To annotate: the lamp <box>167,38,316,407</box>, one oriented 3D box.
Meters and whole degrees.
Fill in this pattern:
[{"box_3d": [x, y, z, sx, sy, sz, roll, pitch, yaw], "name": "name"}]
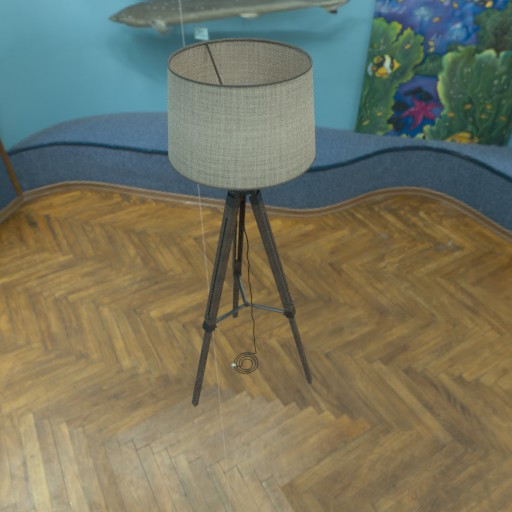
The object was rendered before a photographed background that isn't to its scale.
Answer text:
[{"box_3d": [0.000, 0.000, 1.782, 0.587, 1.510, 0.604, 11, 42, 12], "name": "lamp"}]
